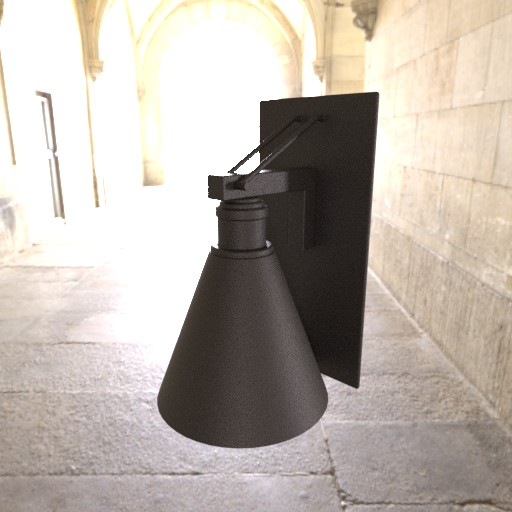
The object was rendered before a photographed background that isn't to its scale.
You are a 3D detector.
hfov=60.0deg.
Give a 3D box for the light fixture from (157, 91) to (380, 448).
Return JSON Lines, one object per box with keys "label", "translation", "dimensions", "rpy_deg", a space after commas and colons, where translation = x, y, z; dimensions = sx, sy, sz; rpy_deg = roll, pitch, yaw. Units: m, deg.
{"label": "light fixture", "translation": [0.000, 0.000, 0.425], "dimensions": [0.170, 0.298, 0.207], "rpy_deg": [14, 21, 42]}
